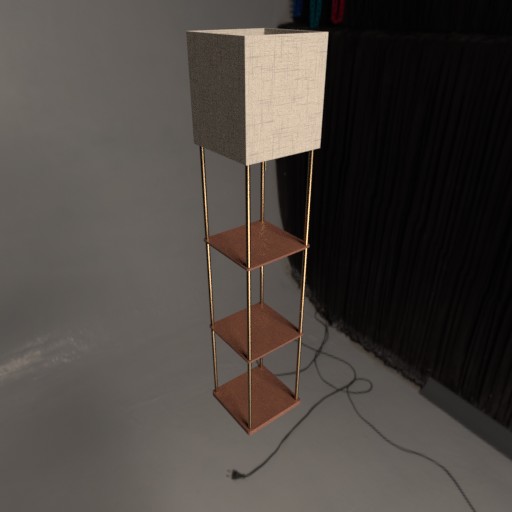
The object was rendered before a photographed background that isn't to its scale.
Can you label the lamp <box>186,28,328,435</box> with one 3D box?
[{"bbox_3d":[0.000,0.000,1.734,0.310,1.569,0.308,-21,36,-32],"label":"lamp"}]
